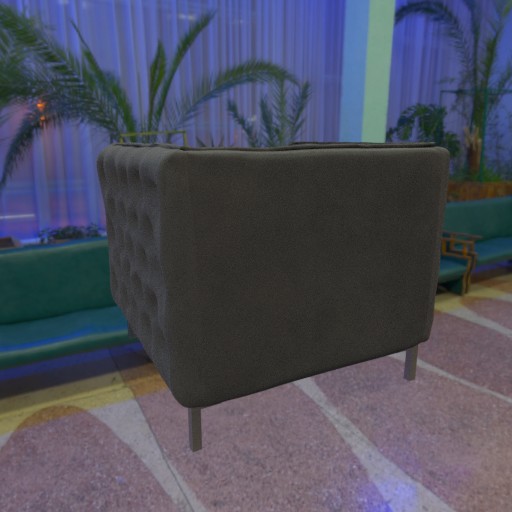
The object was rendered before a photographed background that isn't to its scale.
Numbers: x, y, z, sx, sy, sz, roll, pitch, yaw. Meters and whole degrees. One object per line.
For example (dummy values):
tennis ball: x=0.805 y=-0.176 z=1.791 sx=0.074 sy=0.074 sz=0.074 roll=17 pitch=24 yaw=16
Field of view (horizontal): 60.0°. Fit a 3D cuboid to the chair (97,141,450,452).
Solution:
chair: x=0.000 y=0.000 z=1.617 sx=0.946 sy=0.807 sz=0.913 roll=-7 pitch=16 yaw=-26
